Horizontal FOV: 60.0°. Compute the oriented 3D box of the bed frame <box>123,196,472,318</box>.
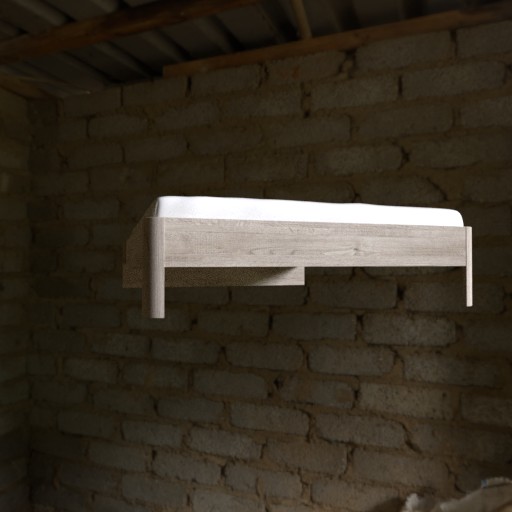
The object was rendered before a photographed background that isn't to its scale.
[{"bbox_3d":[0.000,0.000,2.667,1.490,0.462,1.950,0,-1,-18],"label":"bed frame"}]
